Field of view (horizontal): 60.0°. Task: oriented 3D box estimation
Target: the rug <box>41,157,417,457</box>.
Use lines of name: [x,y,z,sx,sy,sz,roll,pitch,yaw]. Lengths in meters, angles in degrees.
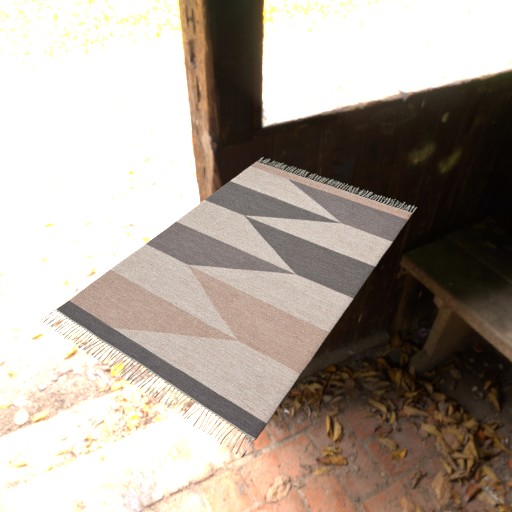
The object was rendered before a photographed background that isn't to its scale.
rug: [0.000,0.000,2.555,1.224,0.027,2.021,24,46,25]
